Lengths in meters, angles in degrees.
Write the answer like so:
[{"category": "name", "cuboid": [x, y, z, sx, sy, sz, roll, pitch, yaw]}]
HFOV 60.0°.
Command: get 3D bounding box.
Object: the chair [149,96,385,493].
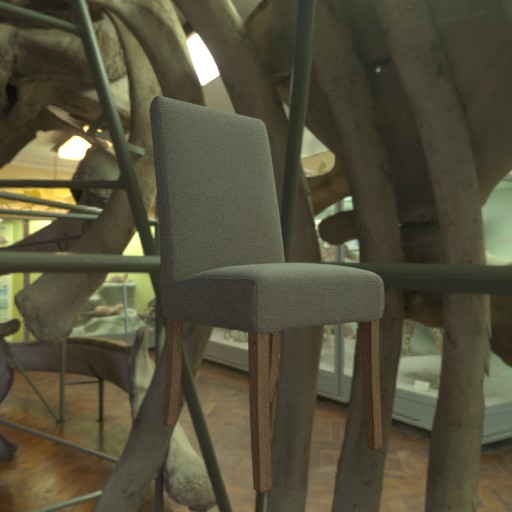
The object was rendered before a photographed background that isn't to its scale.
[{"category": "chair", "cuboid": [0.000, 0.000, 1.327, 0.450, 1.033, 0.611, 1, -1, -36]}]
